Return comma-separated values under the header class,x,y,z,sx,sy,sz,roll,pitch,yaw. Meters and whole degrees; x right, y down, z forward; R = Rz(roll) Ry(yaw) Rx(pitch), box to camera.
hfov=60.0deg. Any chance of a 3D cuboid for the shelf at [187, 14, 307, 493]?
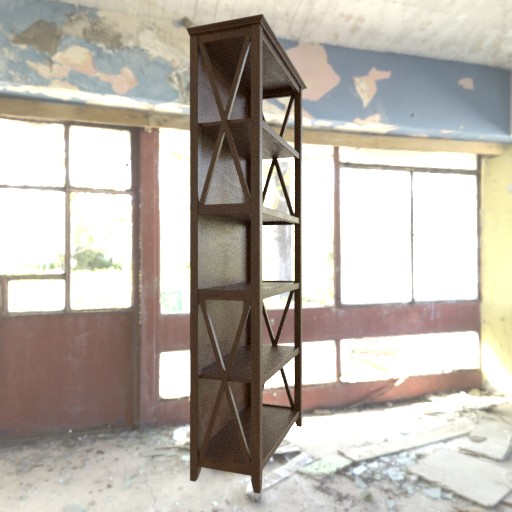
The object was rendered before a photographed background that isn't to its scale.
class,x,y,z,sx,sy,sz,roll,pitch,yaw
shelf,0.000,0.000,2.177,0.335,1.905,0.805,0,0,19
